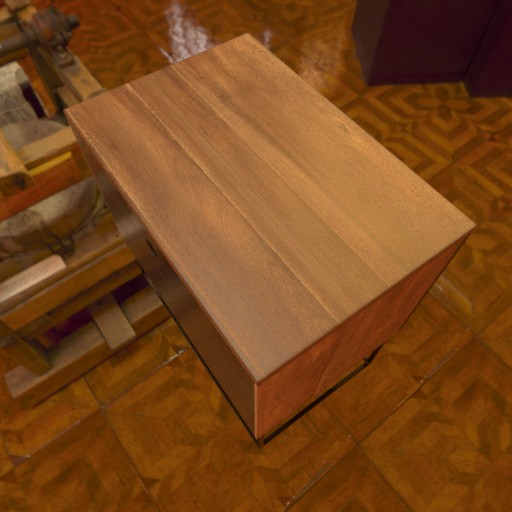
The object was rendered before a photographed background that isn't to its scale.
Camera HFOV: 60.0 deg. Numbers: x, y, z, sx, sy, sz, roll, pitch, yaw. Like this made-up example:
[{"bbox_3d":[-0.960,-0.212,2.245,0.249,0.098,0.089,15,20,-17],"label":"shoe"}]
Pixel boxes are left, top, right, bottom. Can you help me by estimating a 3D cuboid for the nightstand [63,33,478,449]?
[{"bbox_3d":[0.000,0.000,0.996,0.427,0.611,0.605,-31,64,-18],"label":"nightstand"}]
